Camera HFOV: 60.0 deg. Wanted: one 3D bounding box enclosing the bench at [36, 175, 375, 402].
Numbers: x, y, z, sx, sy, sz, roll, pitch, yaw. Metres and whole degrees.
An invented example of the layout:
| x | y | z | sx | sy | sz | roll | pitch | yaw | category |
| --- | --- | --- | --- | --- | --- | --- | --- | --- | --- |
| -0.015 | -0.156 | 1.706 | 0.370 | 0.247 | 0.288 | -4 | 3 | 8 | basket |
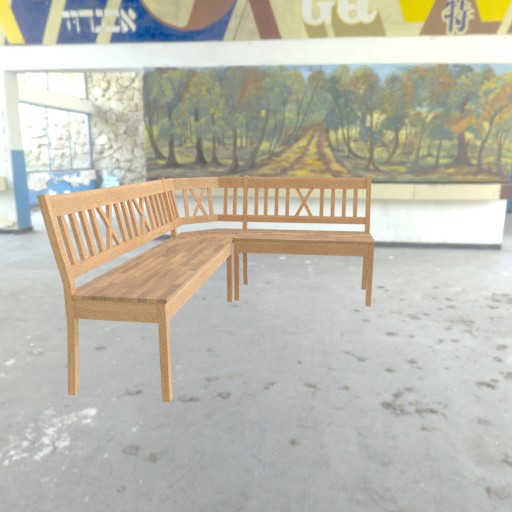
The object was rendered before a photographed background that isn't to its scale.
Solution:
| x | y | z | sx | sy | sz | roll | pitch | yaw | category |
| --- | --- | --- | --- | --- | --- | --- | --- | --- | --- |
| 0.000 | 0.000 | 2.742 | 1.537 | 0.902 | 1.937 | 2 | 13 | 8 | bench |
